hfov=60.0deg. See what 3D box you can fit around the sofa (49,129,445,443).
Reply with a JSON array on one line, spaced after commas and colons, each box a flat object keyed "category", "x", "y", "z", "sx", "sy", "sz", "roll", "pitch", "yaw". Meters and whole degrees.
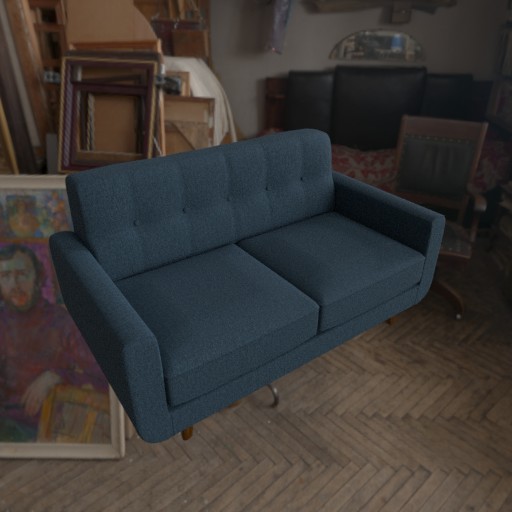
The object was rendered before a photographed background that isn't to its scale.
[{"category": "sofa", "x": 0.000, "y": 0.000, "z": 2.147, "sx": 1.651, "sy": 0.896, "sz": 0.942, "roll": -20, "pitch": 35, "yaw": -30}]
